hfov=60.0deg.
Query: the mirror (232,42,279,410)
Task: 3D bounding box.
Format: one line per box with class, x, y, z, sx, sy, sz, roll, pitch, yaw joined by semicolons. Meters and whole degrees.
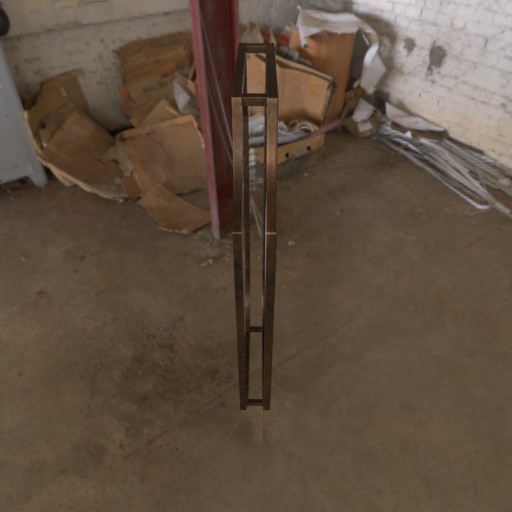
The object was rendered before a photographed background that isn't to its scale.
mirror;0.000;0.000;0.979;0.066;0.811;0.462;0;41;0
